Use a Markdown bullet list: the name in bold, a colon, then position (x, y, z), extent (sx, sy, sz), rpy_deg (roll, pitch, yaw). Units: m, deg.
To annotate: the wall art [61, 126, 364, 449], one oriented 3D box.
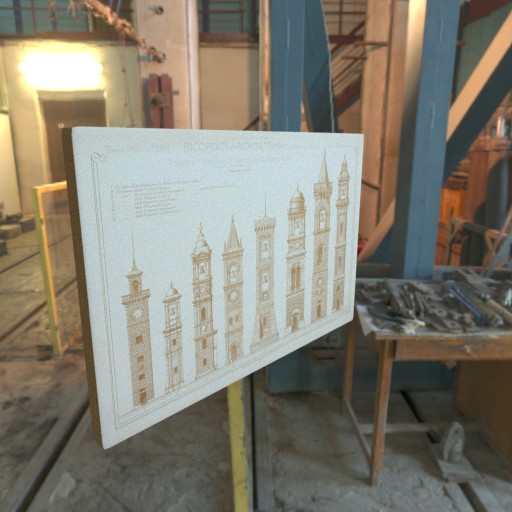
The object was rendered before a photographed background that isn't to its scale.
- **wall art**: position (0.000, 0.000, 0.469), extent (0.019, 0.254, 0.380), rpy_deg (13, 19, 42)
